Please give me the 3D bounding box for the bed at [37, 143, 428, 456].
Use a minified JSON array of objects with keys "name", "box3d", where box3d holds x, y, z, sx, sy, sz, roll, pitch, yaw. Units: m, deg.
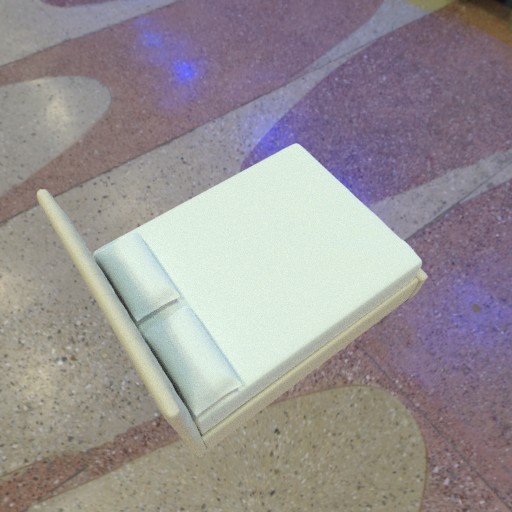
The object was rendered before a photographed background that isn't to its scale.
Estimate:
[{"name":"bed","box3d":[0.000,0.000,3.349,2.233,1.426,1.696,-32,64,-18]}]
